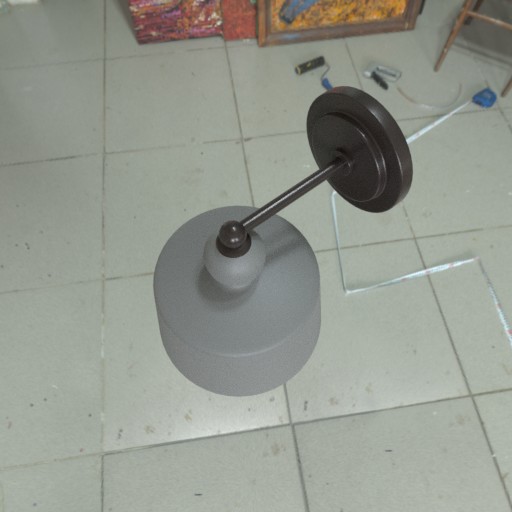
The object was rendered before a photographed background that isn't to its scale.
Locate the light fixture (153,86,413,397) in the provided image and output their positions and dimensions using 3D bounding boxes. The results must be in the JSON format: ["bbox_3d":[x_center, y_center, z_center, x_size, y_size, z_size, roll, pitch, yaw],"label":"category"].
[{"bbox_3d":[0.000,0.000,0.452,0.254,0.268,0.204,-35,68,-16],"label":"light fixture"}]
